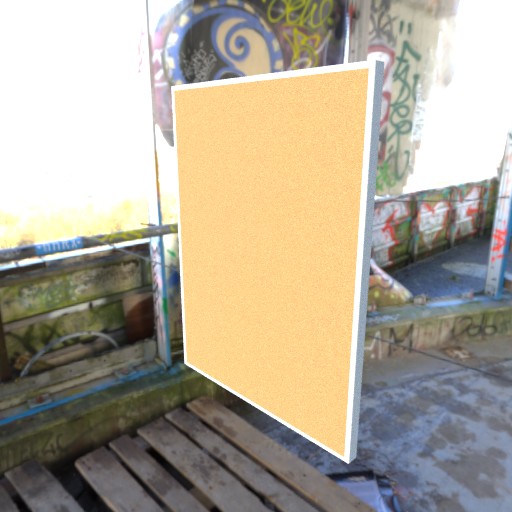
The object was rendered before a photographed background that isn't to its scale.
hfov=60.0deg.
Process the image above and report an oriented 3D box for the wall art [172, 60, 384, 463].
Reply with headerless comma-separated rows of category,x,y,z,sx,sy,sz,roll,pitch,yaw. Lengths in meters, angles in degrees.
wall art,0.000,0.000,1.615,0.046,1.221,0.914,-15,21,-42
